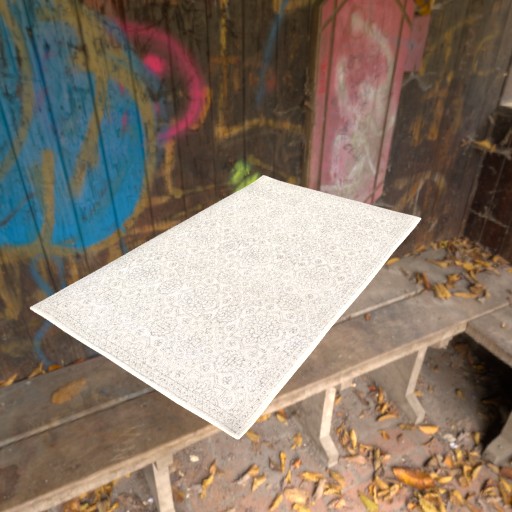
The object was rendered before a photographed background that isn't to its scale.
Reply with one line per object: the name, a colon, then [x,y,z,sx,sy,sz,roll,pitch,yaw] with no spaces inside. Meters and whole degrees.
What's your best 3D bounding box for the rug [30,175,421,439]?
rug: [0.000,0.000,2.432,1.214,0.023,1.947,20,38,29]
